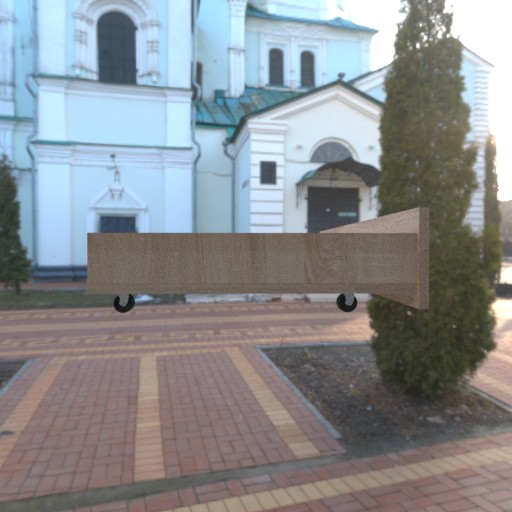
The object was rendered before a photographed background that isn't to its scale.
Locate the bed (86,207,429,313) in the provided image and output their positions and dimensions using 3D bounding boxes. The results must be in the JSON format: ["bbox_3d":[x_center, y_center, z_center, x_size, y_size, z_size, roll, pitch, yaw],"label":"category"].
[{"bbox_3d":[0.000,0.000,1.464,0.685,0.209,1.200,0,1,-1],"label":"bed"}]
